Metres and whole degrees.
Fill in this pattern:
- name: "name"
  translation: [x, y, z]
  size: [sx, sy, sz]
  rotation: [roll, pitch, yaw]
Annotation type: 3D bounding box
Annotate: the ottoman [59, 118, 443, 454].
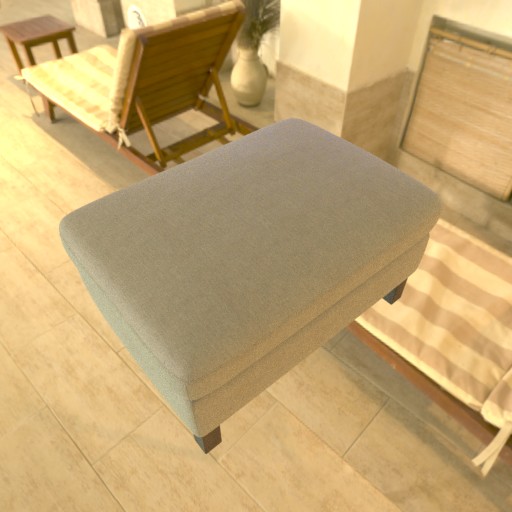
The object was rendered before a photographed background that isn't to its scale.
- name: "ottoman"
  translation: [0.000, 0.000, 1.074]
  size: [0.735, 0.404, 0.528]
  rotation: [-31, 53, -27]
